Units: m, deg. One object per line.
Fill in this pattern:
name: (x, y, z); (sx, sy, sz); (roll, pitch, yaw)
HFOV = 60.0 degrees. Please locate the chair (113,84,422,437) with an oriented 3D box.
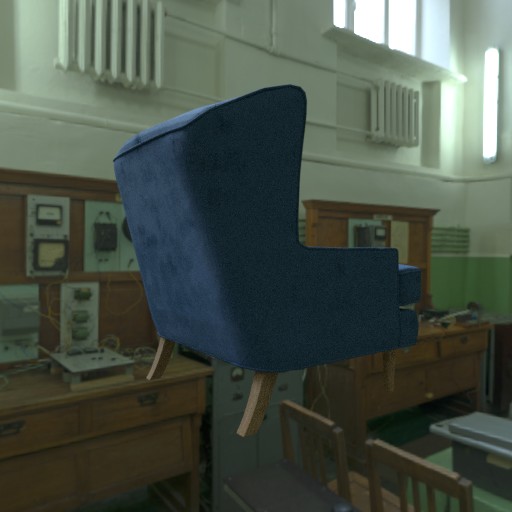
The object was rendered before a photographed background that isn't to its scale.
chair: (0.000, 0.000, 1.608); (0.910, 0.952, 0.793); (-1, 1, -36)
